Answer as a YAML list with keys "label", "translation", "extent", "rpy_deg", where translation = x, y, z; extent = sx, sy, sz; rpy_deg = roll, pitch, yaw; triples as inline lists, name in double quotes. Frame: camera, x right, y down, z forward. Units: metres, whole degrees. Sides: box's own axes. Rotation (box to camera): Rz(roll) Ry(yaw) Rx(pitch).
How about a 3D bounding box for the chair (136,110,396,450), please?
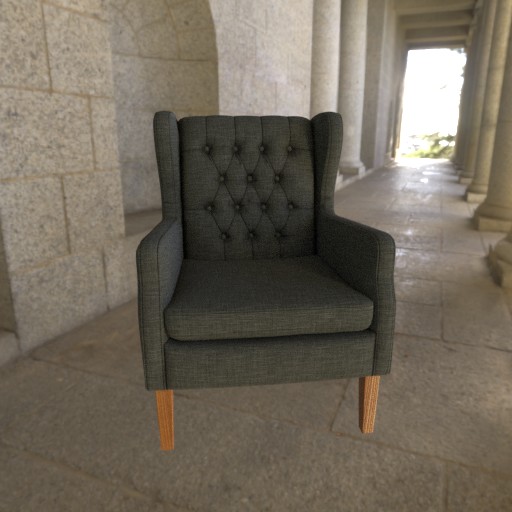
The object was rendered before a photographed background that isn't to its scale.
- label: "chair"
  translation: [0.000, 0.000, 1.502]
  extent: [0.711, 0.953, 0.775]
  rpy_deg: [-2, 16, -7]
